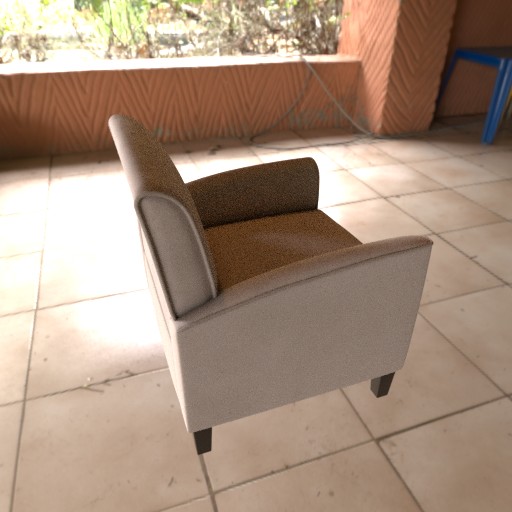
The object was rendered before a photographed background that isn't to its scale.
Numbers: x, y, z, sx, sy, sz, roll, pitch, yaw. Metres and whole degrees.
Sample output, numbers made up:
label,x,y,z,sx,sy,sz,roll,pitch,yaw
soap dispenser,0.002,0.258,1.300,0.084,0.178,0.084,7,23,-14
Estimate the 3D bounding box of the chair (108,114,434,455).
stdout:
label,x,y,z,sx,sy,sz,roll,pitch,yaw
chair,0.000,0.000,1.568,0.820,0.915,0.820,-11,33,-17
